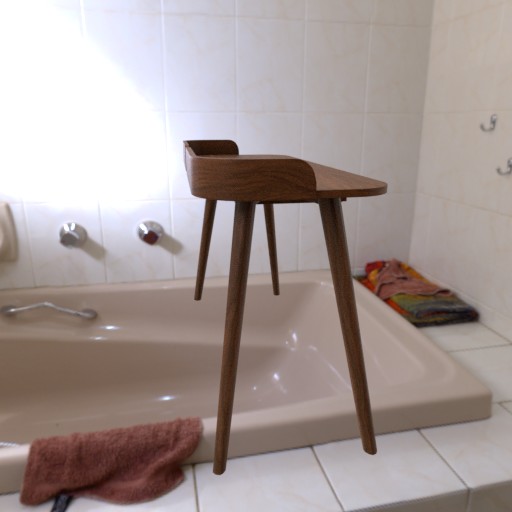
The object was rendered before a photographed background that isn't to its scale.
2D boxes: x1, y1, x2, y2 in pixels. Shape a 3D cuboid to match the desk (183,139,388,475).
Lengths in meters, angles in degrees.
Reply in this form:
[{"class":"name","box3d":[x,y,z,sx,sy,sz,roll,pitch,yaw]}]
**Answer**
[{"class":"desk","box3d":[0.000,0.000,1.653,0.486,0.800,1.256,-3,17,-10]}]
